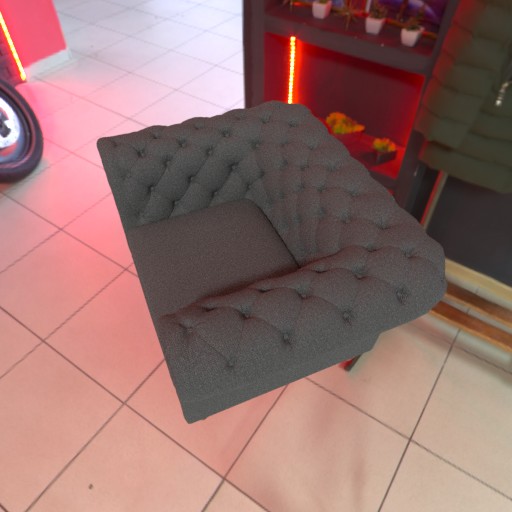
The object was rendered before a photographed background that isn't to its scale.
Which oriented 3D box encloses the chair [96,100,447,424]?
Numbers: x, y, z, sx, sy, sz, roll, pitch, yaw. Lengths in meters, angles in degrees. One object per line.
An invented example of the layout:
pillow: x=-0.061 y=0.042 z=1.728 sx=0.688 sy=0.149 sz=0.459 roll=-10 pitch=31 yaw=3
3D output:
chair: x=0.000 y=0.000 z=1.889 sx=0.976 sy=0.770 sz=1.270 roll=-18 pitch=50 yaw=-15
